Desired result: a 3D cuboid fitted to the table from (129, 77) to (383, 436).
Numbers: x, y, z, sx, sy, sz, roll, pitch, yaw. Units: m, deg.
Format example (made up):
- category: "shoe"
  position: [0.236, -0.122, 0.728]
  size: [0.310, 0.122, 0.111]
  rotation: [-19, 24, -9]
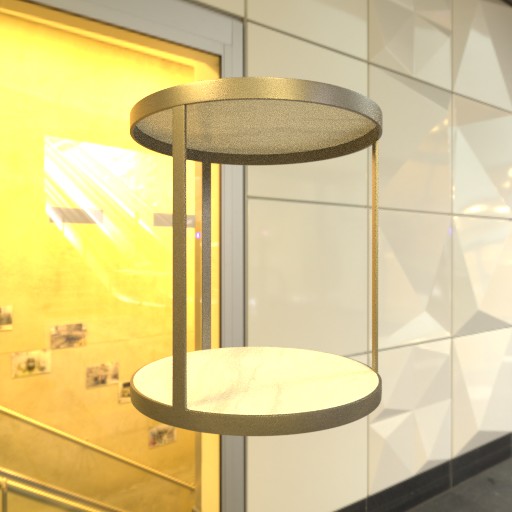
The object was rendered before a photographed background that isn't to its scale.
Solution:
- category: "table"
  position: [0.000, 0.000, 0.812]
  size: [0.445, 0.479, 0.445]
  rotation: [0, 0, 0]
